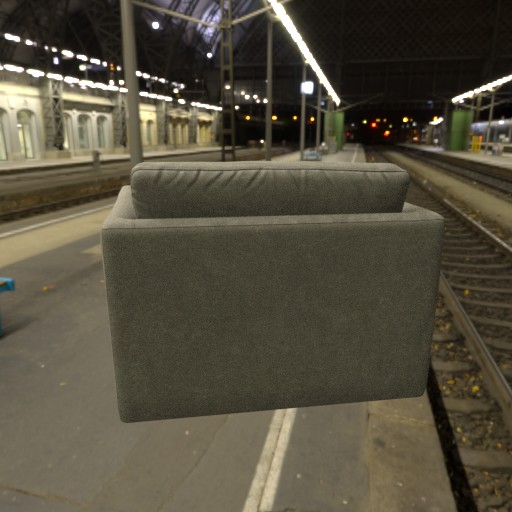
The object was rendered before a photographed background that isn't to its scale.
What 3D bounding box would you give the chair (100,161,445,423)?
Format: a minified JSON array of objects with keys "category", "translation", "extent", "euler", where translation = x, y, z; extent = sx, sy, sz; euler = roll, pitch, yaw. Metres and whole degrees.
[{"category":"chair","translation":[0.000,0.000,1.860],"extent":[1.190,0.845,1.091],"euler":[-2,15,-8]}]
